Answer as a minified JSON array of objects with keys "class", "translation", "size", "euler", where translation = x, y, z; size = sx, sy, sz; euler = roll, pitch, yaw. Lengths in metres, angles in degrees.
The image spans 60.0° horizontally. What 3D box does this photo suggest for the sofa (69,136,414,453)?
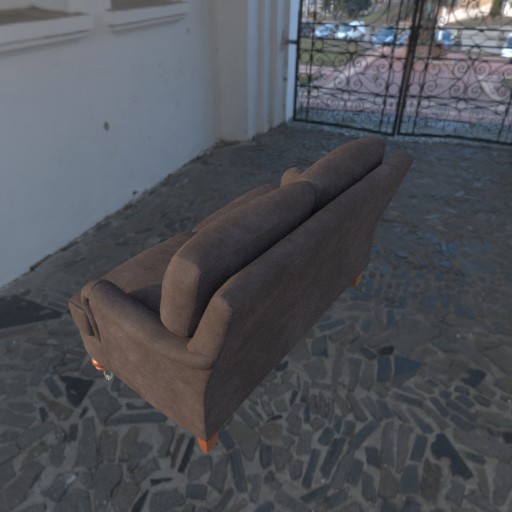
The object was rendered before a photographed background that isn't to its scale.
[{"class":"sofa","translation":[0.000,0.000,2.558],"size":[1.084,1.101,1.853],"euler":[21,38,29]}]
